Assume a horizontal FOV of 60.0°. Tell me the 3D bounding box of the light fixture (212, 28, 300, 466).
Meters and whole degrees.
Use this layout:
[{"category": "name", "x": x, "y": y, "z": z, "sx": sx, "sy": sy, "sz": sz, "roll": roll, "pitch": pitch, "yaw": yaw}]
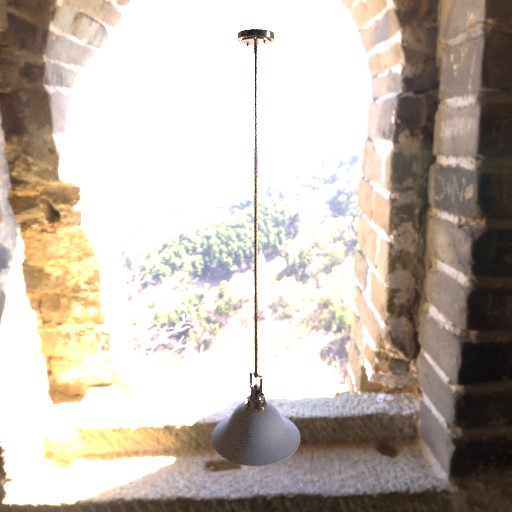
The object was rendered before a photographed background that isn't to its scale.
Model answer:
[{"category": "light fixture", "x": 0.000, "y": 0.000, "z": 1.468, "sx": 0.324, "sy": 1.354, "sz": 0.324, "roll": -13, "pitch": 18, "yaw": -43}]
